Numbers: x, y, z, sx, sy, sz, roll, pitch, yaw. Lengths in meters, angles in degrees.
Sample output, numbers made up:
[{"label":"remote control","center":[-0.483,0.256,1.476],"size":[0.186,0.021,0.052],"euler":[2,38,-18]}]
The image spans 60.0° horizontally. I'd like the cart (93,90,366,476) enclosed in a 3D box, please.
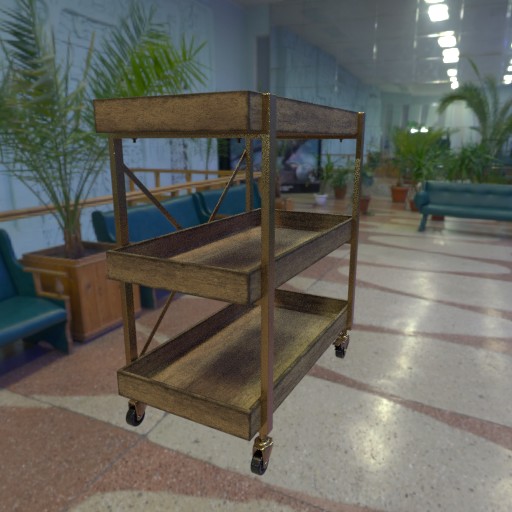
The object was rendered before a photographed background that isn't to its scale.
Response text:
[{"label":"cart","center":[0.000,0.000,1.256],"size":[0.416,0.799,0.750],"euler":[8,16,27]}]
